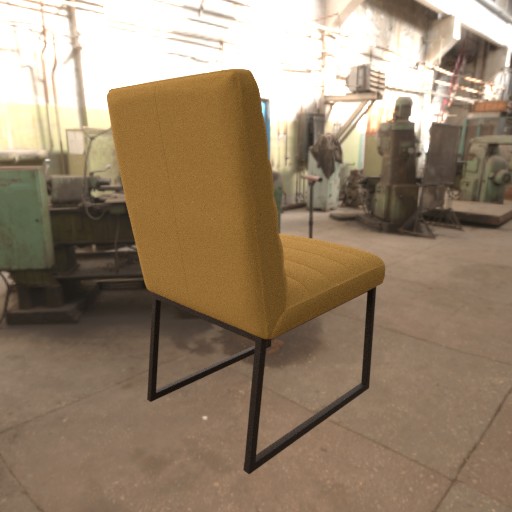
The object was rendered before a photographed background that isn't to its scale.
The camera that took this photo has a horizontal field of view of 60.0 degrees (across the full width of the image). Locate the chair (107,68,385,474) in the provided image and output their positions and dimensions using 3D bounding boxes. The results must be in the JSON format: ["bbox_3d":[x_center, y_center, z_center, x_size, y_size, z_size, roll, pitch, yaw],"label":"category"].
[{"bbox_3d":[0.000,0.000,1.304,0.520,0.930,0.634,14,20,43],"label":"chair"}]
